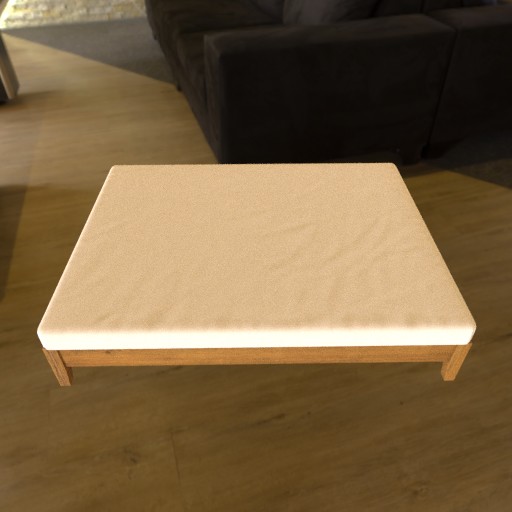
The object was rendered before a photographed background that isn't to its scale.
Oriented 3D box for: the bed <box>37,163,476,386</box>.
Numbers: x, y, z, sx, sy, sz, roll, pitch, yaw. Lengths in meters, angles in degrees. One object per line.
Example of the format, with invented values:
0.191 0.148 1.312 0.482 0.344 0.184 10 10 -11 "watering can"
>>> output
0.000 0.000 2.701 2.016 0.431 1.536 -1 41 -1 "bed"
